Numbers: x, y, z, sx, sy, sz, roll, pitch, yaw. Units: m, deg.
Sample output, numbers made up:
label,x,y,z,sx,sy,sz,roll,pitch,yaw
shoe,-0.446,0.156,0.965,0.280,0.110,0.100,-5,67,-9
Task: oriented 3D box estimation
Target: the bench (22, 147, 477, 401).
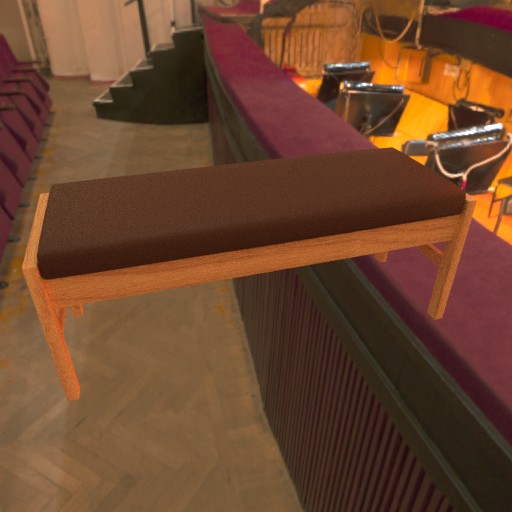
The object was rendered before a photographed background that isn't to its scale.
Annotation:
label,x,y,z,sx,sy,sz,roll,pitch,yaw
bench,0.000,0.000,1.394,1.200,0.480,0.405,-9,34,-14
